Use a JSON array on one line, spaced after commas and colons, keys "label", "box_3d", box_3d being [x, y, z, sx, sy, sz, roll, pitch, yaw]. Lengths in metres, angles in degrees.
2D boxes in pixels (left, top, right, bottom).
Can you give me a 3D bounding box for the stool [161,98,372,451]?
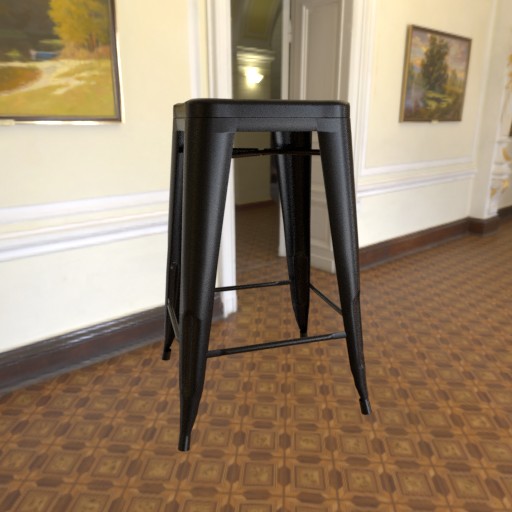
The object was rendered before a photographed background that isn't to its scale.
[{"label": "stool", "box_3d": [0.000, 0.000, 0.927, 0.455, 0.609, 0.423, -9, 19, -26]}]
